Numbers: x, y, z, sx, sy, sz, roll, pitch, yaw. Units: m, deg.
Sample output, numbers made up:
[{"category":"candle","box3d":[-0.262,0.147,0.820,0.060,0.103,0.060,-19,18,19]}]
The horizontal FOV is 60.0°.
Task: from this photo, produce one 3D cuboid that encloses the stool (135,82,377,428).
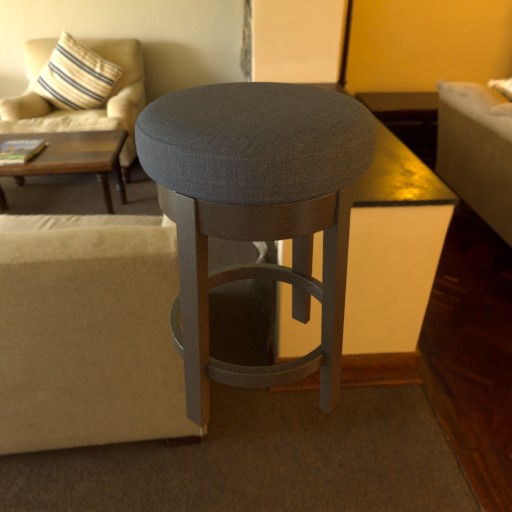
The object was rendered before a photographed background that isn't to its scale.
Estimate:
[{"category":"stool","box3d":[0.000,0.000,0.953,0.449,0.655,0.449,0,32,0]}]
